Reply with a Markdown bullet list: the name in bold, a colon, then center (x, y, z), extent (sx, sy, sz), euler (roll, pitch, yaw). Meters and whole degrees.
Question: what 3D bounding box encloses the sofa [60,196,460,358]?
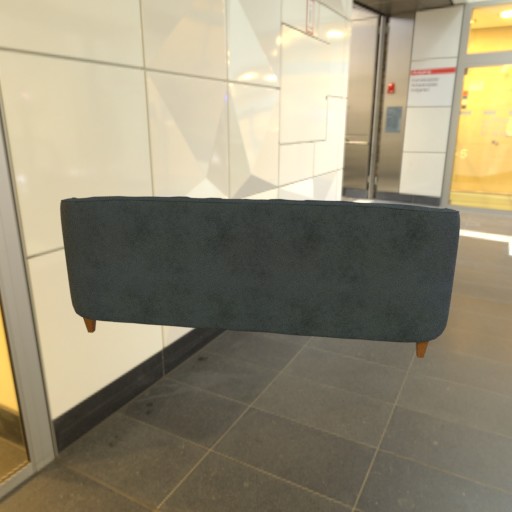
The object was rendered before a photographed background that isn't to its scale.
- **sofa**: center (0.000, 0.000, 2.798), extent (2.278, 0.855, 0.941), euler (3, 17, 9)
